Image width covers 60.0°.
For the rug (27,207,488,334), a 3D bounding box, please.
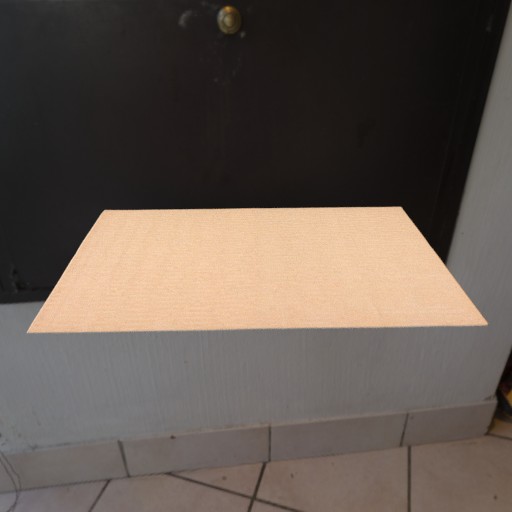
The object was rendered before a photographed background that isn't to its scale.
[{"bbox_3d":[0.000,0.000,2.974,2.441,0.014,1.531,-1,30,-1],"label":"rug"}]
